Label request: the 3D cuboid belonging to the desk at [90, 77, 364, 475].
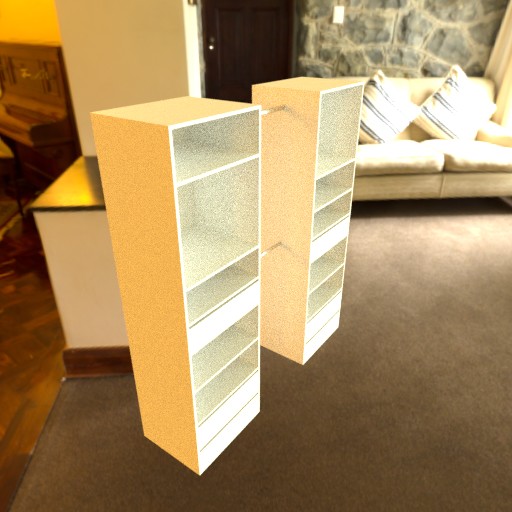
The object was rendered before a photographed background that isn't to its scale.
[{"bbox_3d":[0.000,0.000,2.884,0.480,2.000,1.770,19,33,31],"label":"desk"}]
